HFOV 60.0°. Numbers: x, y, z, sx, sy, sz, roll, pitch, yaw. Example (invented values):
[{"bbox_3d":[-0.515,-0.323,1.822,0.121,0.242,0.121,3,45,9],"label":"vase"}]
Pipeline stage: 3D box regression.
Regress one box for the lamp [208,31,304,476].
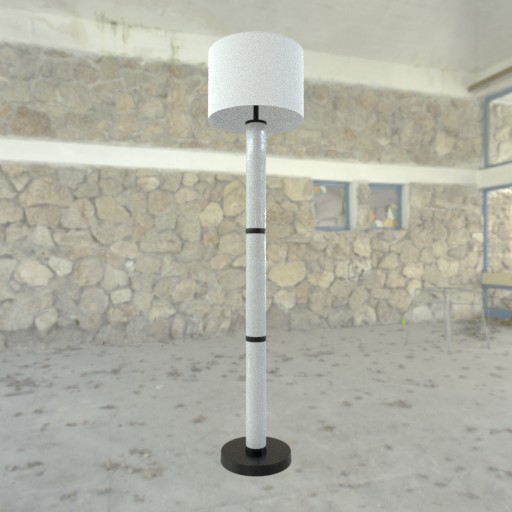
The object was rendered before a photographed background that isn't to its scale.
[{"bbox_3d":[0.000,0.000,1.750,0.377,1.599,0.377,0,0,-17],"label":"lamp"}]
